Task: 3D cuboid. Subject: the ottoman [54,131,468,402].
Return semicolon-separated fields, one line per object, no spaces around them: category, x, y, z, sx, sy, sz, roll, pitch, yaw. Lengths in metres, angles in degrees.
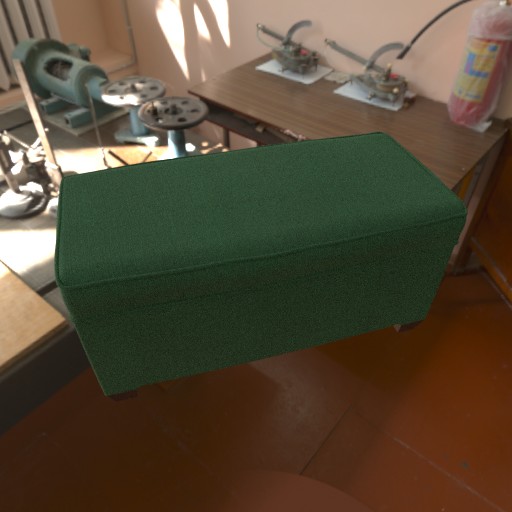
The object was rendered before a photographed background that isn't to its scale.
ottoman;0.000;0.000;1.245;0.957;0.471;0.483;-11;44;-12
